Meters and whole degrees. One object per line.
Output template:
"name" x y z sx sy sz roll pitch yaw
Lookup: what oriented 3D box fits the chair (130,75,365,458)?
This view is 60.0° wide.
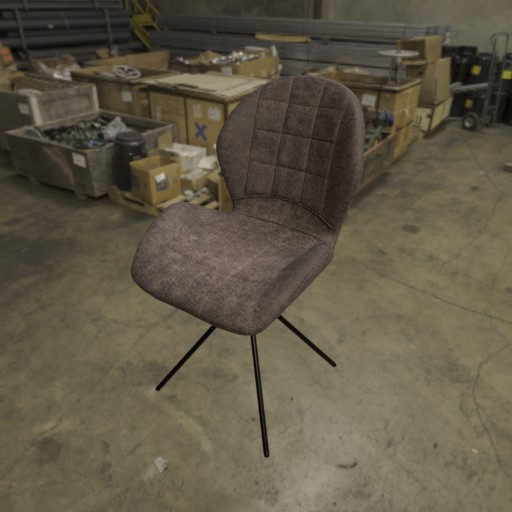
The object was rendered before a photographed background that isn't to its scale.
"chair" 0.000 0.000 1.318 0.527 0.934 0.640 19 36 29
